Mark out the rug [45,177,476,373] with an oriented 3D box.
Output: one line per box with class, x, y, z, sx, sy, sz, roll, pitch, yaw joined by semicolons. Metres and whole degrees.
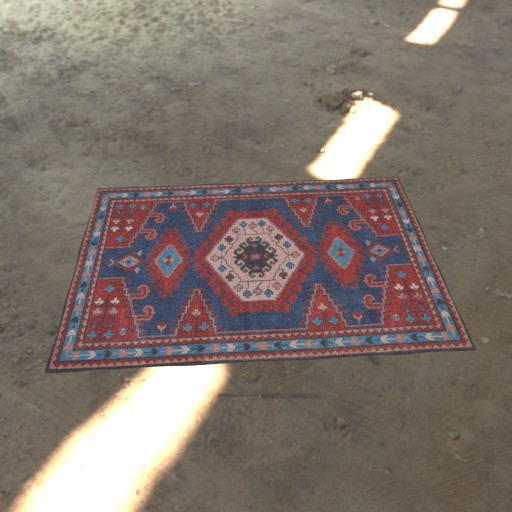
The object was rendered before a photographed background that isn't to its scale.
rug;0.000;0.000;2.264;1.820;0.012;1.207;-3;47;-2
